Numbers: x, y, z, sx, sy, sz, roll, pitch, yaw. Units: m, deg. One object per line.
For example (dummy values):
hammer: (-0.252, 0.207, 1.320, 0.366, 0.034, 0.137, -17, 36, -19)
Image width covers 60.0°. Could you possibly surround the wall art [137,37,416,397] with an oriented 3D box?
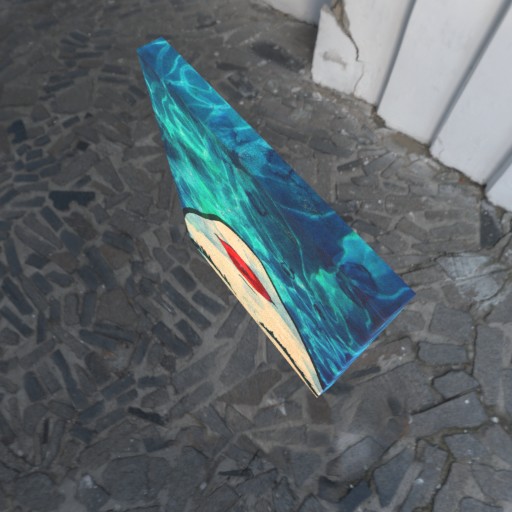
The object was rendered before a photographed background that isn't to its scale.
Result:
wall art: (0.000, 0.000, 0.704, 0.038, 0.508, 0.432, -35, 69, -15)
